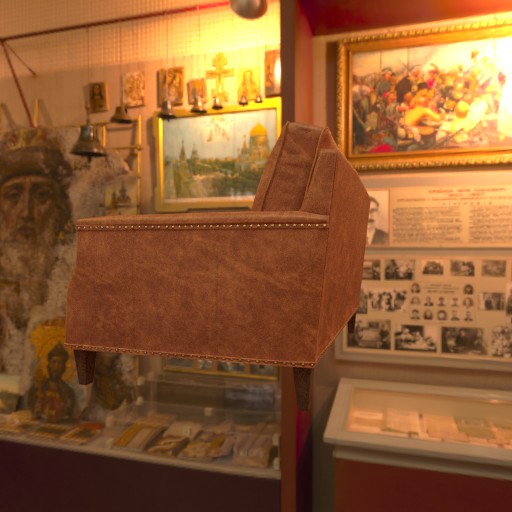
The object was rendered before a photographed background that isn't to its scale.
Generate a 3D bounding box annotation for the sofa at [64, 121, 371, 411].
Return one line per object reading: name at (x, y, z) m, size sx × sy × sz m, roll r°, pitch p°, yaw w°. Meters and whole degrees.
sofa at (0.000, 0.000, 2.300) m, size 1.084 × 1.003 × 1.597 m, roll 0°, pitch 1°, yaw 18°
